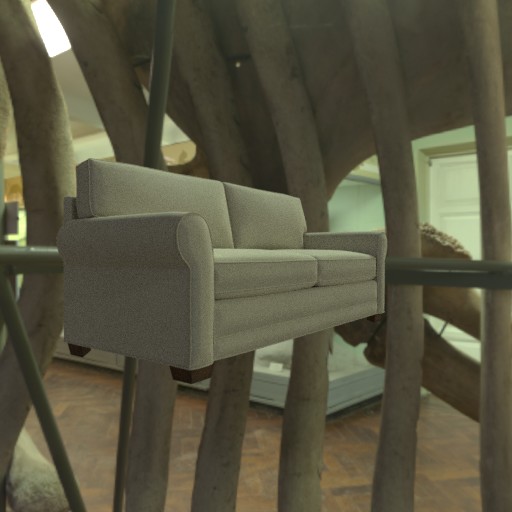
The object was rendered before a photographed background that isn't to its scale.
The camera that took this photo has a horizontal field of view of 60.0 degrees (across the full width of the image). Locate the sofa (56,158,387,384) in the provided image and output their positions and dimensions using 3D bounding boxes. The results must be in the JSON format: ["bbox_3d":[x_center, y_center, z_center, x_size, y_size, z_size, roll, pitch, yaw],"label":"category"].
[{"bbox_3d":[0.000,0.000,2.712,0.901,0.962,2.146,0,1,36],"label":"sofa"}]
